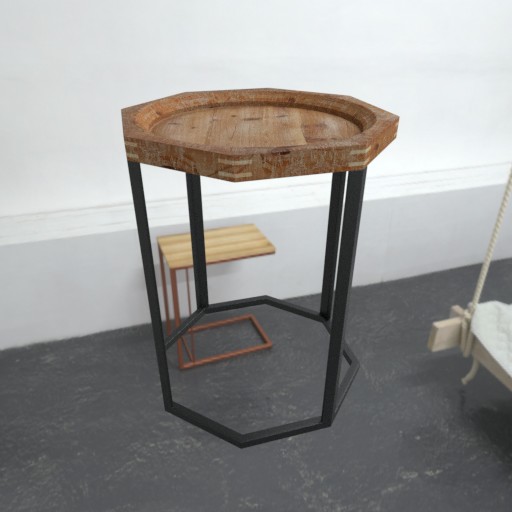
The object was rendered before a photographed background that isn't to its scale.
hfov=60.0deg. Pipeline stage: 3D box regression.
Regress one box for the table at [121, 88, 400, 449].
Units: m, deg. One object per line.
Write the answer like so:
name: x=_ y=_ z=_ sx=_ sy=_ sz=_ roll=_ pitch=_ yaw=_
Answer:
table: x=0.000 y=0.000 z=0.861 sx=0.458 sy=0.543 sz=0.458 roll=-22 pitch=37 yaw=-32
